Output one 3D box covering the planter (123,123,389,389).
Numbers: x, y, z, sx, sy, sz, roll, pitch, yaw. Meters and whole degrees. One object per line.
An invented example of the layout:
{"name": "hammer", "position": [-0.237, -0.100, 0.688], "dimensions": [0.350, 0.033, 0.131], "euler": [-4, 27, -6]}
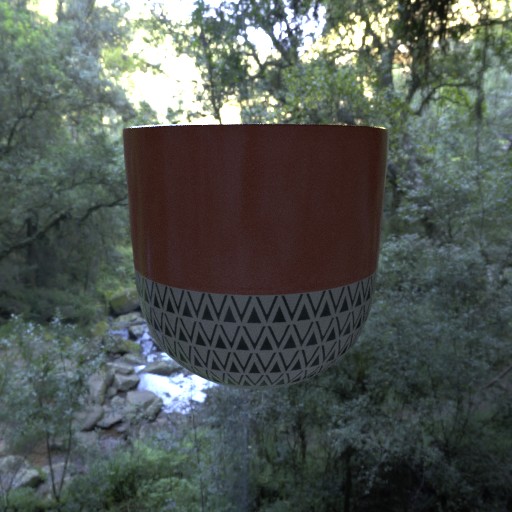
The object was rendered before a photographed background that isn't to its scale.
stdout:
{"name": "planter", "position": [0.000, 0.000, 0.492], "dimensions": [0.266, 0.270, 0.266], "euler": [0, 14, 0]}
